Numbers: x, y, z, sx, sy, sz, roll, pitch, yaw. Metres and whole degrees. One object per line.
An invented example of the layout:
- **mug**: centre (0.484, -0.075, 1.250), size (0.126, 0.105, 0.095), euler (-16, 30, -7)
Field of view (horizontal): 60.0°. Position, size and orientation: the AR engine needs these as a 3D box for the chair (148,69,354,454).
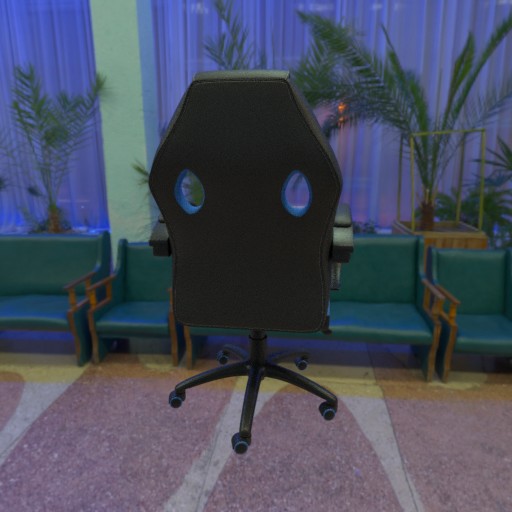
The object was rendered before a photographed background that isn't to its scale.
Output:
- **chair**: centre (0.000, 0.000, 1.631), size (0.673, 1.187, 0.724), euler (2, 15, 8)
